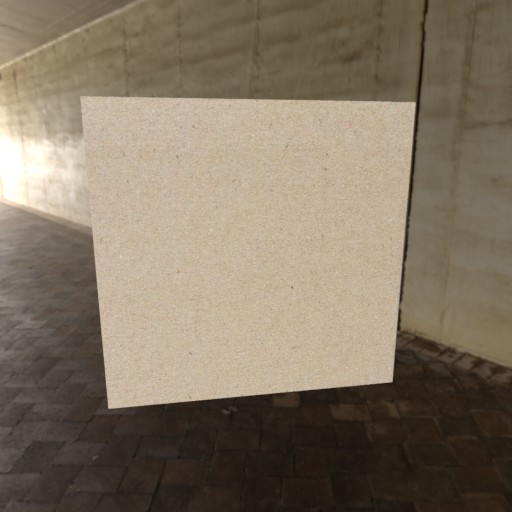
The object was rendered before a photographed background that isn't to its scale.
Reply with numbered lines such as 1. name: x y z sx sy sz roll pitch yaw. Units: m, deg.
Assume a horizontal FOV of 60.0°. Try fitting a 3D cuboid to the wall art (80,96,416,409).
1. wall art: 0.000 0.000 0.479 0.327 0.318 0.029 -2 14 -9
